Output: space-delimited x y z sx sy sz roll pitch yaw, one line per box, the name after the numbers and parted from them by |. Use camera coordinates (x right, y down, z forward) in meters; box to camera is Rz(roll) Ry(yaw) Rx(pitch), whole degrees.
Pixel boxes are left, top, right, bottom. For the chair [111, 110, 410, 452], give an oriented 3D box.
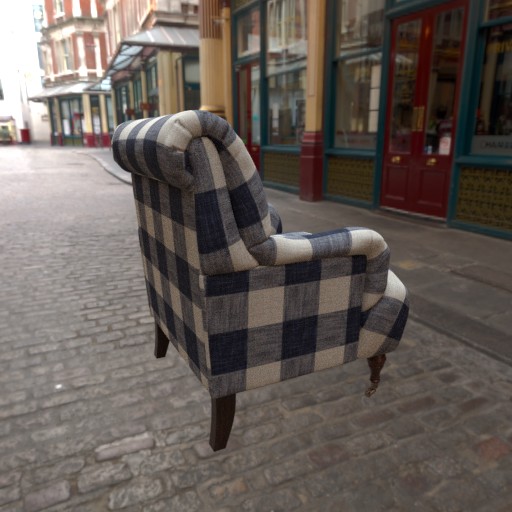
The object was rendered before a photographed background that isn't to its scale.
0.000 0.000 1.605 0.848 0.953 0.781 -7 17 -26 | chair
